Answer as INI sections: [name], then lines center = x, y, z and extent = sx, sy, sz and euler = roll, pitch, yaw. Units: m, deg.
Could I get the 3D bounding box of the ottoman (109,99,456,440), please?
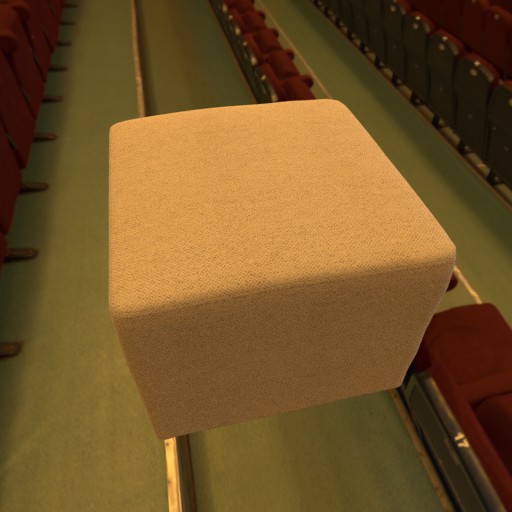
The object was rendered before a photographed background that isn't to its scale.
[ottoman]
center = 0.000, 0.000, 0.911
extent = 0.512, 0.453, 0.521
euler = -9, 46, -9
